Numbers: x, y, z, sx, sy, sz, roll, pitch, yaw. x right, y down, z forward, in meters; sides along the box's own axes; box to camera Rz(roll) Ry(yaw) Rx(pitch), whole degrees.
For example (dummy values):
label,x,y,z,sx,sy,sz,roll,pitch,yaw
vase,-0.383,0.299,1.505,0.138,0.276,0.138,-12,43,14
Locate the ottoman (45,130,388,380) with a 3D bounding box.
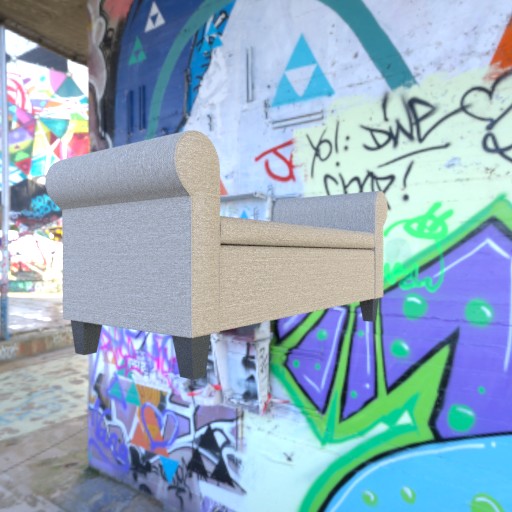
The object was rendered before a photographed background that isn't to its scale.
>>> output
label,x,y,z,sx,sy,sz,roll,pitch,yaw
ottoman,0.000,0.000,1.560,0.521,0.547,1.256,0,0,36
